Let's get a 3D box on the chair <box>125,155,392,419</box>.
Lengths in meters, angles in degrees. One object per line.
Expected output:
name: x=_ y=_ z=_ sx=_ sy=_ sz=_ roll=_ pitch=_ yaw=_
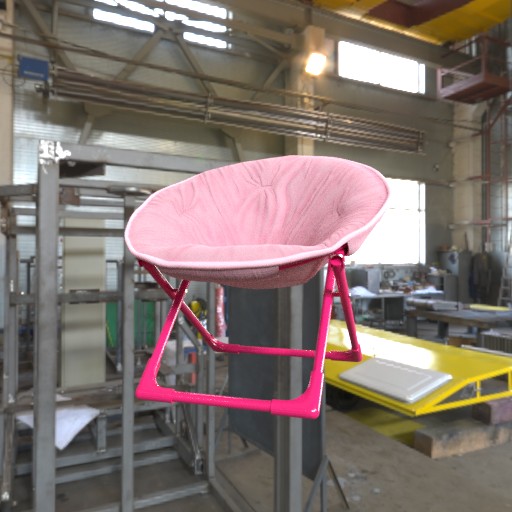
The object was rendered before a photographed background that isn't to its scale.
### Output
chair: x=0.000 y=0.000 z=0.888 sx=0.522 sy=0.494 sz=0.459 roll=0 pitch=0 yaw=18
